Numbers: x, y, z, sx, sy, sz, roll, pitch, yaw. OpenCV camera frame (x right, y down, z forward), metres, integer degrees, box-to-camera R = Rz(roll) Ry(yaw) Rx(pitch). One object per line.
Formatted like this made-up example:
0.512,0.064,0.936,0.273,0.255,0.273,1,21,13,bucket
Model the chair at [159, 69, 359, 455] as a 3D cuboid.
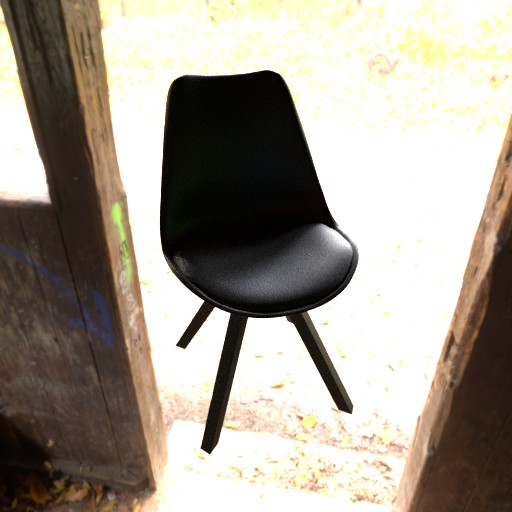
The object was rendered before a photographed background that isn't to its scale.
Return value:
0.000,0.000,1.187,0.485,0.850,0.530,-10,33,-15,chair
